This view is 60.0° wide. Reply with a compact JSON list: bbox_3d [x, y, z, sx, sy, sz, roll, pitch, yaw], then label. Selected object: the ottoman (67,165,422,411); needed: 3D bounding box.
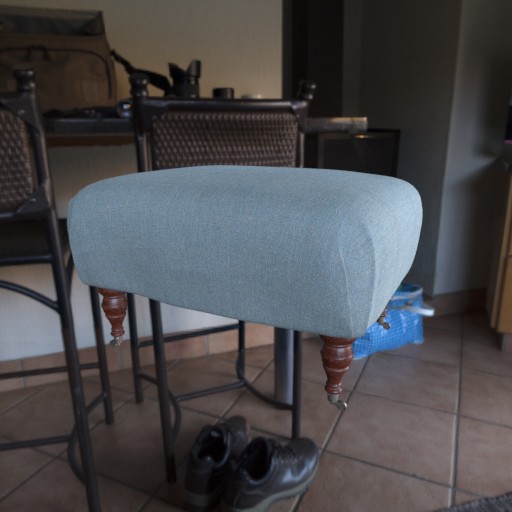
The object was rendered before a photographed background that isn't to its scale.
[{"bbox_3d":[0.000,0.000,1.147,0.747,0.450,0.622,7,17,26],"label":"ottoman"}]
